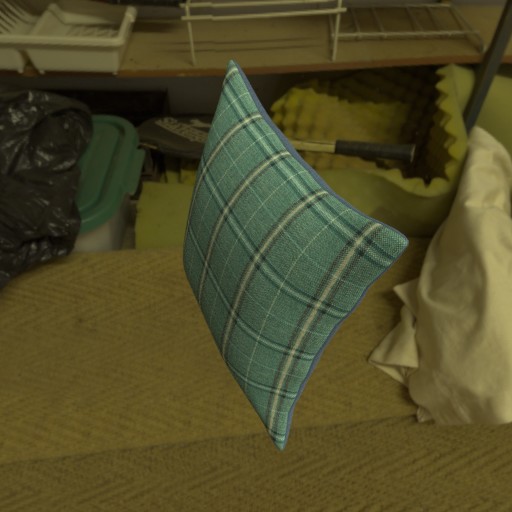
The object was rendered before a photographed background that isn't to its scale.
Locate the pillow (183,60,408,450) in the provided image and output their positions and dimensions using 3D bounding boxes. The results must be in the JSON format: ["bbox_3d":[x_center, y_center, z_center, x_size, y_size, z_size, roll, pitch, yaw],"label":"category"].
[{"bbox_3d":[0.000,0.000,0.704,0.200,0.430,0.453,-18,49,-16],"label":"pillow"}]
